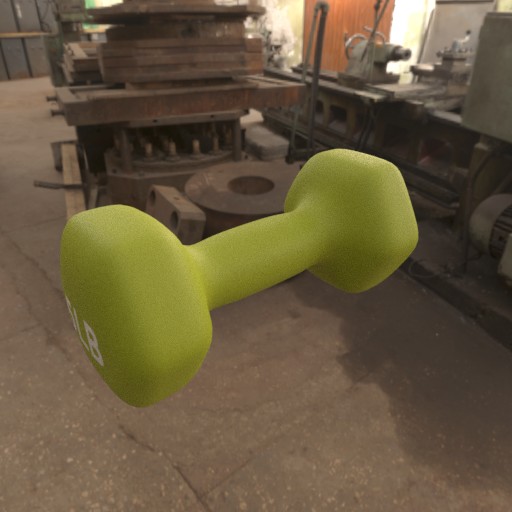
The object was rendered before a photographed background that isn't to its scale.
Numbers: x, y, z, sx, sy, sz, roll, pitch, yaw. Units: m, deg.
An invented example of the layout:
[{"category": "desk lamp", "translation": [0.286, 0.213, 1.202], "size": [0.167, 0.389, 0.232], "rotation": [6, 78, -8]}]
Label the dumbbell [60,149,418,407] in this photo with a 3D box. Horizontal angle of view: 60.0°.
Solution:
[{"category": "dumbbell", "translation": [0.000, 0.000, 0.206], "size": [0.164, 0.072, 0.080], "rotation": [-21, 35, -33]}]
